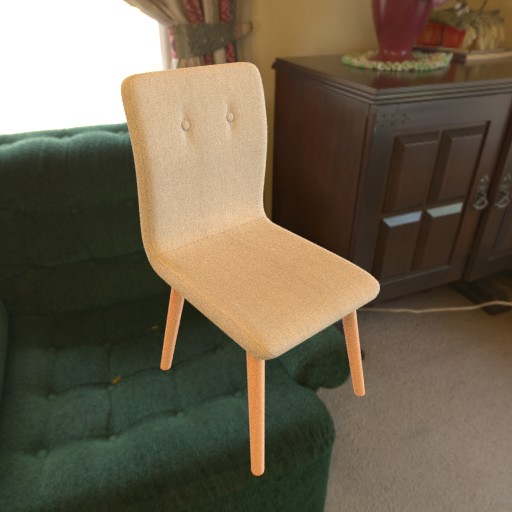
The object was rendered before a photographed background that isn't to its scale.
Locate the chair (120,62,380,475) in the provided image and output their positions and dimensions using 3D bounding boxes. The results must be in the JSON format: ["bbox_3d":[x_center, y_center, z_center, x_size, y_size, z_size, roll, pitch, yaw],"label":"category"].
[{"bbox_3d":[0.000,0.000,1.182,0.435,0.885,0.550,-23,37,-33],"label":"chair"}]
